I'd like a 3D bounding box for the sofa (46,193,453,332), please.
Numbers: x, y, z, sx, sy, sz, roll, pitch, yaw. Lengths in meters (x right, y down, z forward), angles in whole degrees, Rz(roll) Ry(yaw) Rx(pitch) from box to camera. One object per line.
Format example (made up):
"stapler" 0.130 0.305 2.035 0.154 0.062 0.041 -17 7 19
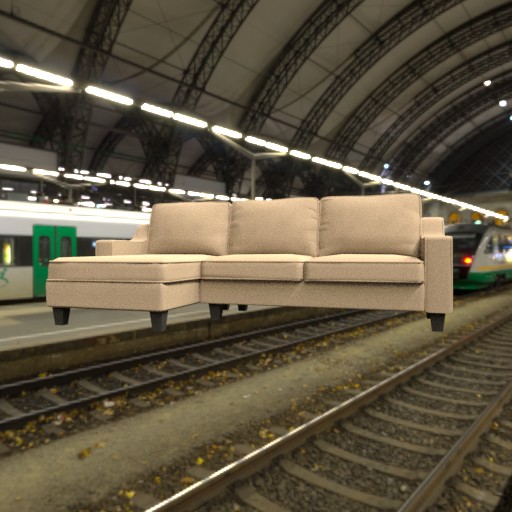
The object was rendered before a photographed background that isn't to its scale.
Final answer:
"sofa" 0.000 0.000 3.166 2.561 0.928 1.294 0 0 18
